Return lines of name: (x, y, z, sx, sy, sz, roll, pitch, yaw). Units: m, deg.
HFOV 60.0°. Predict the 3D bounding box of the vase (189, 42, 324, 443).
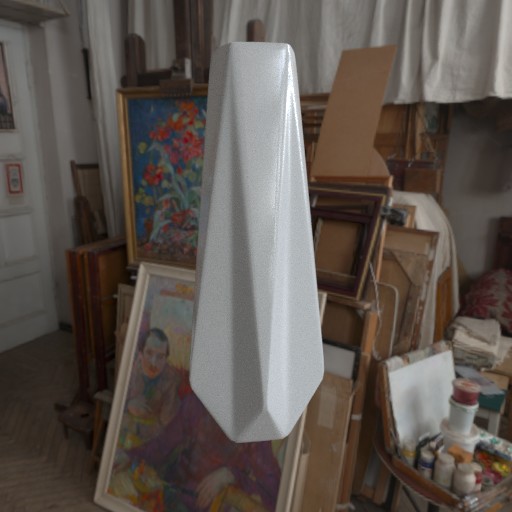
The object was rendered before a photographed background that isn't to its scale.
vase: (0.000, 0.000, 0.382, 0.122, 0.329, 0.116, -2, 14, -7)
